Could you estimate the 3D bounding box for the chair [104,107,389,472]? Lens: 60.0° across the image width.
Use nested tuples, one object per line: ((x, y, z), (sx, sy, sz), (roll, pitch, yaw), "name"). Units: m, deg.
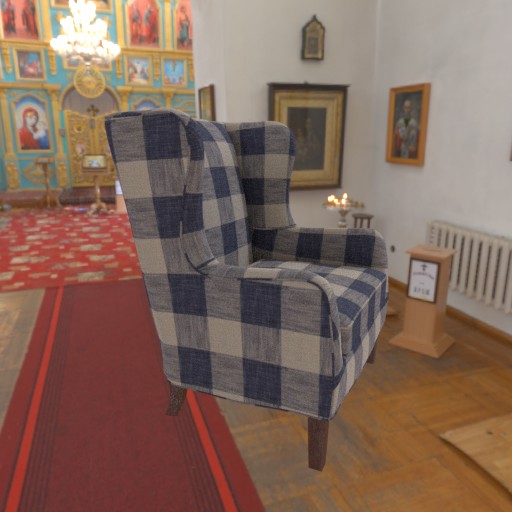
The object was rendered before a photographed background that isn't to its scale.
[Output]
((0.000, 0.000, 1.680), (0.889, 1.041, 0.830), (7, 15, 25), "chair")
